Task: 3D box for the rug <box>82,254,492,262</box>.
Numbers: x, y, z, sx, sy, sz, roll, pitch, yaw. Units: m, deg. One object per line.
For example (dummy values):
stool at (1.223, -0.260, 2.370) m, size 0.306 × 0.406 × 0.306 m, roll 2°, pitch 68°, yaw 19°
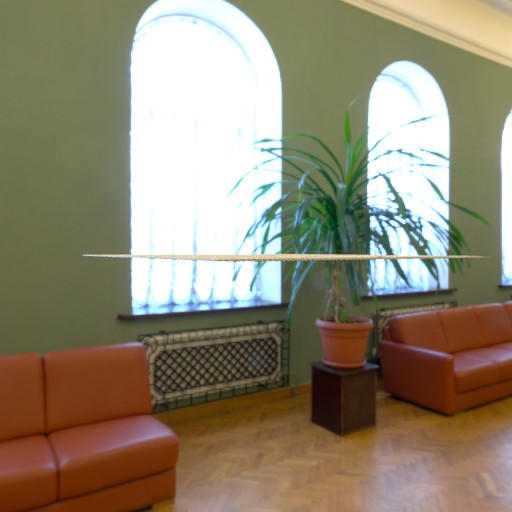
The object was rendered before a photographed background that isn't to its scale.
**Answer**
rug at (0.000, 0.000, 4.043) m, size 2.380 × 0.013 × 3.051 m, roll 0°, pitch 1°, yaw -34°
